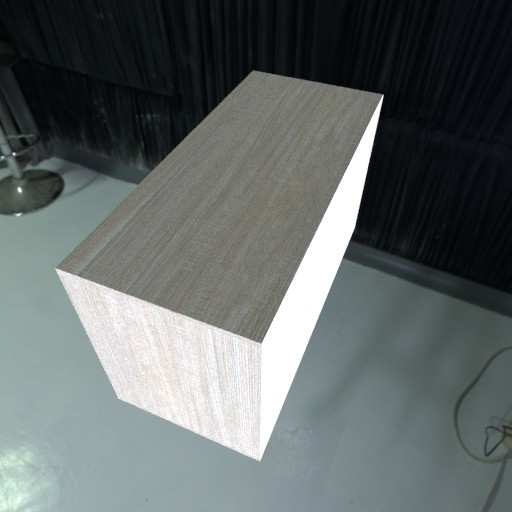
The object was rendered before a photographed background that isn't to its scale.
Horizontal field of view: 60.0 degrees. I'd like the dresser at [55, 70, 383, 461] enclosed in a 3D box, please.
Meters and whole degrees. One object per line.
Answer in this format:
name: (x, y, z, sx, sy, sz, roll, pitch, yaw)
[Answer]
dresser: (0.000, 0.000, 1.554, 0.500, 0.780, 1.110, 17, 49, 16)
